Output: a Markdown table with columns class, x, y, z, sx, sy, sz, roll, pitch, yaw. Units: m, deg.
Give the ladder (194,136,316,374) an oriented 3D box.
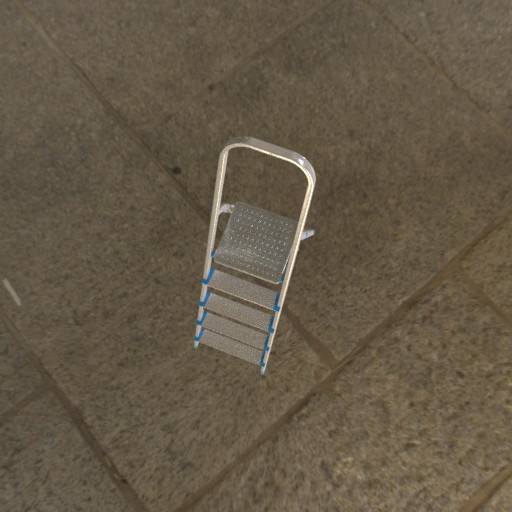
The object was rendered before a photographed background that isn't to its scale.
| class | x | y | z | sx | sy | sz | roll | pitch | yaw |
| --- | --- | --- | --- | --- | --- | --- | --- | --- | --- |
| ladder | 0.000 | 0.000 | 2.057 | 0.468 | 1.648 | 0.990 | 20 | 77 | 5 |
